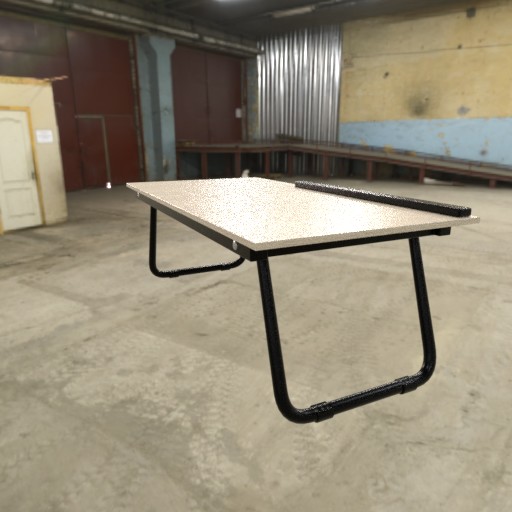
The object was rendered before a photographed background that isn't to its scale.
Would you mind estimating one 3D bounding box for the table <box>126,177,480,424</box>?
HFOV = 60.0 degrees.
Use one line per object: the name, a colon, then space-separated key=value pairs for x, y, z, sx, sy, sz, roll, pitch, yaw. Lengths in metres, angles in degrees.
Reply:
table: x=0.000 y=0.000 z=0.803 sx=0.322 sy=0.242 sz=0.644 roll=-7 pitch=17 yaw=-26
